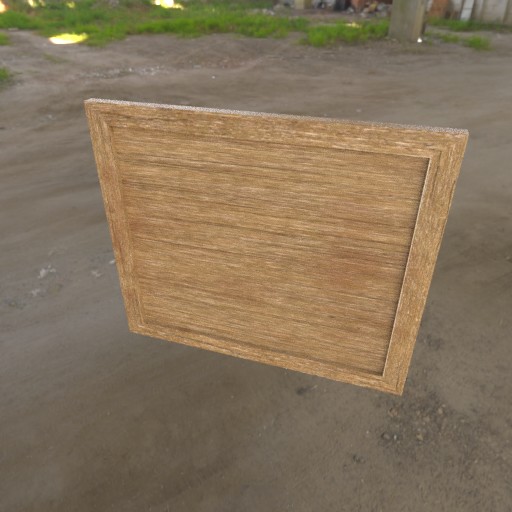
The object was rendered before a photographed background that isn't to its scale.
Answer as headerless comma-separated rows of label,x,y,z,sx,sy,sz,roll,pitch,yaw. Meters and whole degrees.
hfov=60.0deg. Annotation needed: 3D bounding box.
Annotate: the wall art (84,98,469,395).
wall art,0.000,0.000,0.932,0.690,0.588,0.026,10,34,15
